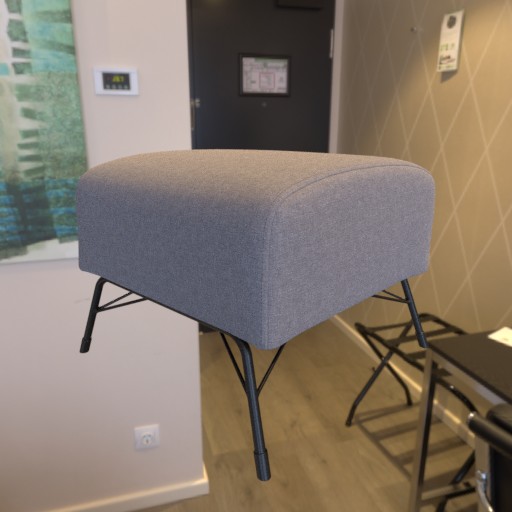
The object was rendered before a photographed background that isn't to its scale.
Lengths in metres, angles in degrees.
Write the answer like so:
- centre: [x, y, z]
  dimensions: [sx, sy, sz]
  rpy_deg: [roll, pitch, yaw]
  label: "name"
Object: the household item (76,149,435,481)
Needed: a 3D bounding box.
- centre: [0.000, 0.000, 0.887]
  dimensions: [0.530, 0.410, 0.530]
  rpy_deg: [14, 21, 41]
  label: "household item"
